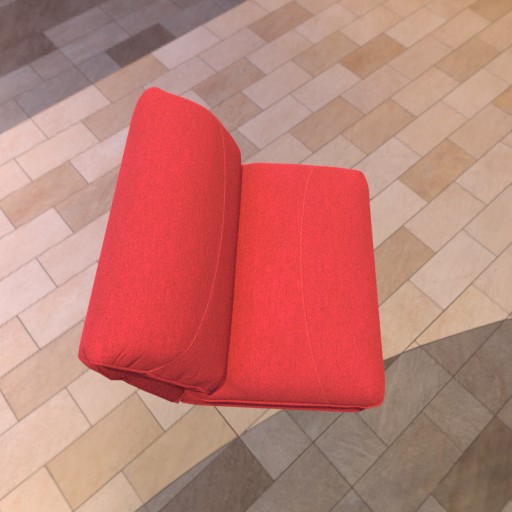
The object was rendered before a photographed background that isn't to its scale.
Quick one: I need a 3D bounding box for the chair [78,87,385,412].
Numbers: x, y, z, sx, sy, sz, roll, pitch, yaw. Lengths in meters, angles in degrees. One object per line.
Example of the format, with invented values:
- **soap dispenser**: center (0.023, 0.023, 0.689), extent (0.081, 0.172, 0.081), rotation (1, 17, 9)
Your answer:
- **chair**: center (0.000, 0.000, 1.328), extent (0.780, 0.580, 0.820), rotation (2, 63, 1)
